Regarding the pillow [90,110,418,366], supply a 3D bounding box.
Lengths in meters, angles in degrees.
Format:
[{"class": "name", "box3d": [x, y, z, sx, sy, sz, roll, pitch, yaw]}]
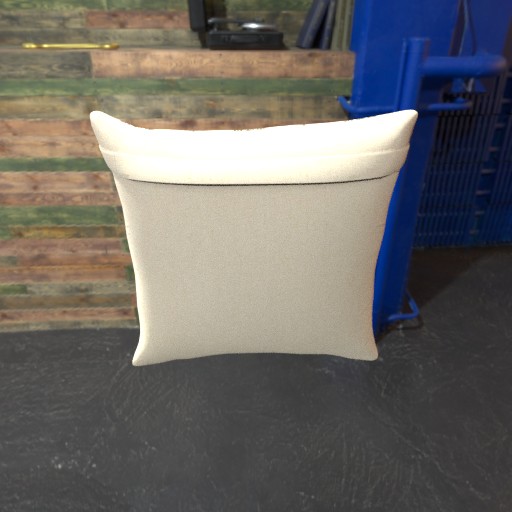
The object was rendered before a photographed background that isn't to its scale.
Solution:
[{"class": "pillow", "box3d": [0.000, 0.000, 0.638, 0.405, 0.406, 0.173, -1, 29, -2]}]
